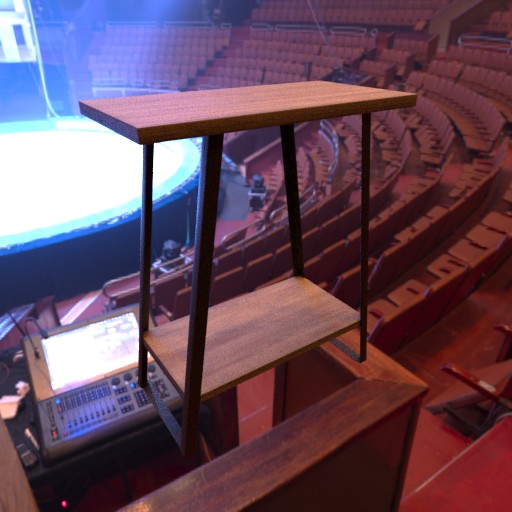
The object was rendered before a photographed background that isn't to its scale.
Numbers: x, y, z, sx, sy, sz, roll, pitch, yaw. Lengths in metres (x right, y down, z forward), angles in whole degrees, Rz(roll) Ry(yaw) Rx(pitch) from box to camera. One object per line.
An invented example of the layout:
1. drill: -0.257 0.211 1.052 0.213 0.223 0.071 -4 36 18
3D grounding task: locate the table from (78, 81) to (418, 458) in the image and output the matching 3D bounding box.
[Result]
1. table: 0.000 0.000 1.029 0.599 0.701 0.300 -18 32 -30
